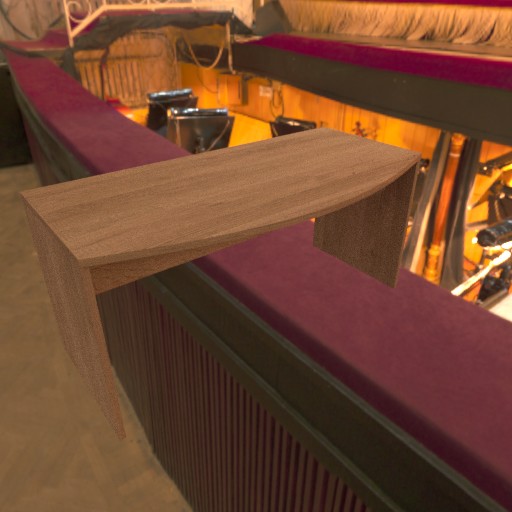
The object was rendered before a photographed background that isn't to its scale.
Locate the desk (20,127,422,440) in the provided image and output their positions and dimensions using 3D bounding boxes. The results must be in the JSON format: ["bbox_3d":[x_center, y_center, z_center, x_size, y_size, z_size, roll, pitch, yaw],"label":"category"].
[{"bbox_3d":[0.000,0.000,1.985,1.600,0.752,0.802,-21,36,-32],"label":"desk"}]
